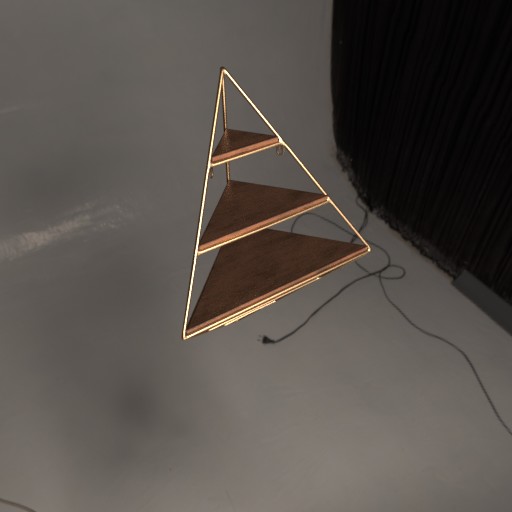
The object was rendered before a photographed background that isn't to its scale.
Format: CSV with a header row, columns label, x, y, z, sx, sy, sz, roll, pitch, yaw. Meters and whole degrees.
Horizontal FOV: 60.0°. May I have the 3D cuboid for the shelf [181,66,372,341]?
label,x,y,z,sx,sy,sz,roll,pitch,yaw
shelf,0.000,0.000,1.195,0.564,0.913,0.294,-23,49,-21
